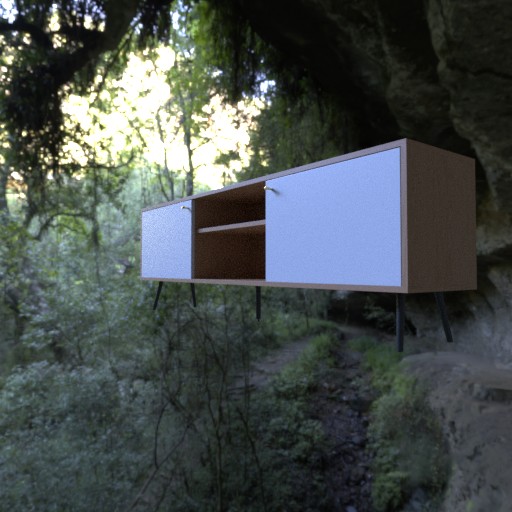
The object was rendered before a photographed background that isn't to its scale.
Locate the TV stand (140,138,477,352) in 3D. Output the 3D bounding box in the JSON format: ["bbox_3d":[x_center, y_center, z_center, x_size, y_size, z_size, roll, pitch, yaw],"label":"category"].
[{"bbox_3d":[0.000,0.000,1.973,0.400,0.580,1.760,1,-2,-37],"label":"TV stand"}]
